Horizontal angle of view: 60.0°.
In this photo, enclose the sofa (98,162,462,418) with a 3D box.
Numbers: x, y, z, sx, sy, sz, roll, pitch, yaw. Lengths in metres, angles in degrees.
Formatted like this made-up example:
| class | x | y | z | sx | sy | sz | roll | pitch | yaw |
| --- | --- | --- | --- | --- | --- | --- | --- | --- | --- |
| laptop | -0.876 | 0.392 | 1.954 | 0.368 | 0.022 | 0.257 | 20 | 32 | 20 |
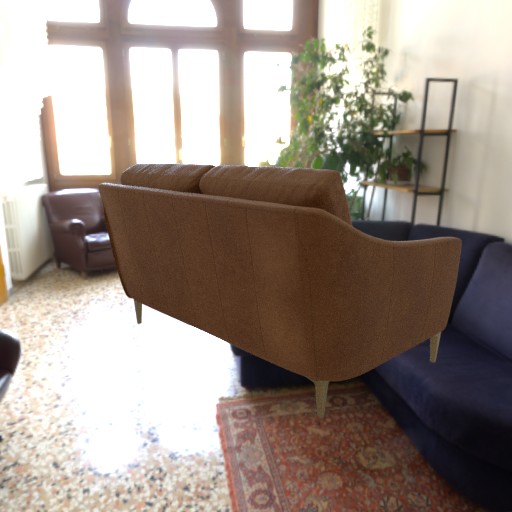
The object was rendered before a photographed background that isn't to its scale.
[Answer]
| class | x | y | z | sx | sy | sz | roll | pitch | yaw |
| --- | --- | --- | --- | --- | --- | --- | --- | --- | --- |
| sofa | 0.000 | 0.000 | 2.182 | 1.619 | 0.902 | 0.960 | 13 | 19 | 43 |
